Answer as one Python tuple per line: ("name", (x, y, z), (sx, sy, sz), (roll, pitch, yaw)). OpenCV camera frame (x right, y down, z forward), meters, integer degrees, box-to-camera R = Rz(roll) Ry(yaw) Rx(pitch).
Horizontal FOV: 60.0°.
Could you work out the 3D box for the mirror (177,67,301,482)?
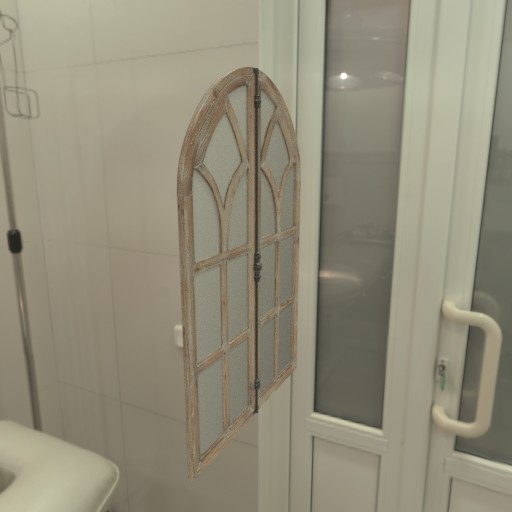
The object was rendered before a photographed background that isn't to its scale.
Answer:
("mirror", (0.000, 0.000, 1.155), (0.032, 0.915, 0.609), (7, 15, 26))
